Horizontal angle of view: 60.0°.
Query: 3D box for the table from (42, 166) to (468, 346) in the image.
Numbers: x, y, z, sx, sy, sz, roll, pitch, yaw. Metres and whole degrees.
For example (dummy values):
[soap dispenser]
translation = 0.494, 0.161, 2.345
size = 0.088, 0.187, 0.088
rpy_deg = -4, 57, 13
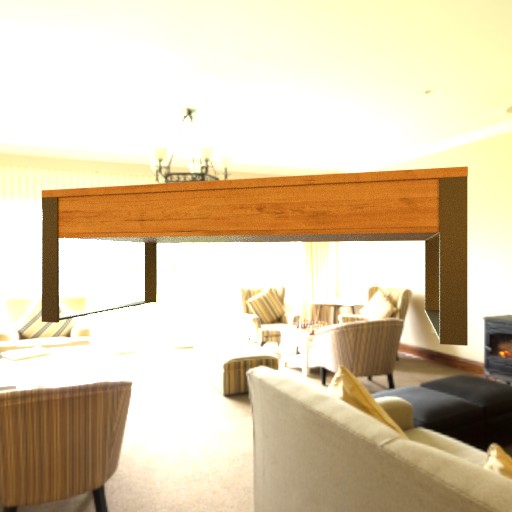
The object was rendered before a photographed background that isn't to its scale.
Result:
[table]
translation = 0.000, 0.000, 1.447
size = 1.180, 0.400, 0.590
rpy_deg = 0, 0, 18
